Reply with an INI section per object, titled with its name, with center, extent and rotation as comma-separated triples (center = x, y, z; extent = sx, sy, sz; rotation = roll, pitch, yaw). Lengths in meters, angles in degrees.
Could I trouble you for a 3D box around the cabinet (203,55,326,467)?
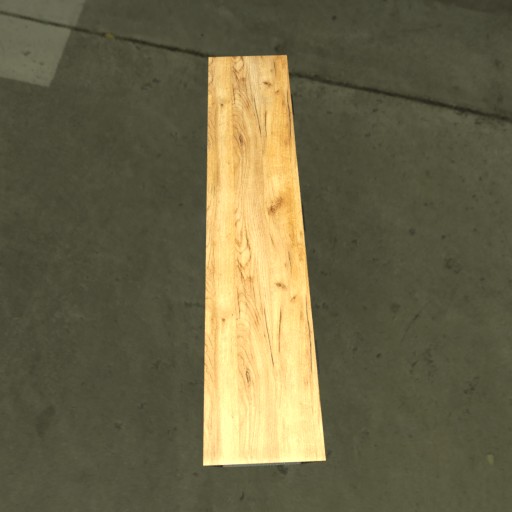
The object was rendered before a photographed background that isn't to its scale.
[cabinet]
center = 0.000, 0.000, 2.113
extent = 0.395, 0.762, 1.800
rotation = -2, 64, -1
